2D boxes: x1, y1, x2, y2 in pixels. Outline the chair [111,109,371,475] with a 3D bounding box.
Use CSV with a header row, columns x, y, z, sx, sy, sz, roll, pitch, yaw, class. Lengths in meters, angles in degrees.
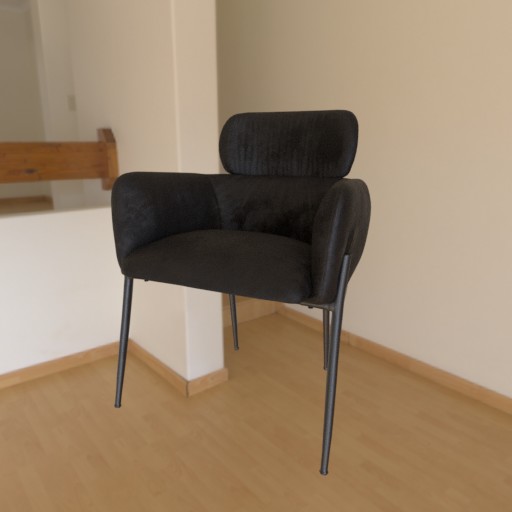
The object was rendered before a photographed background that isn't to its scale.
x,y,z,sx,sy,sz,roll,pitch,yaw,class
0.000,0.000,1.264,0.640,0.818,0.604,7,16,25,chair
